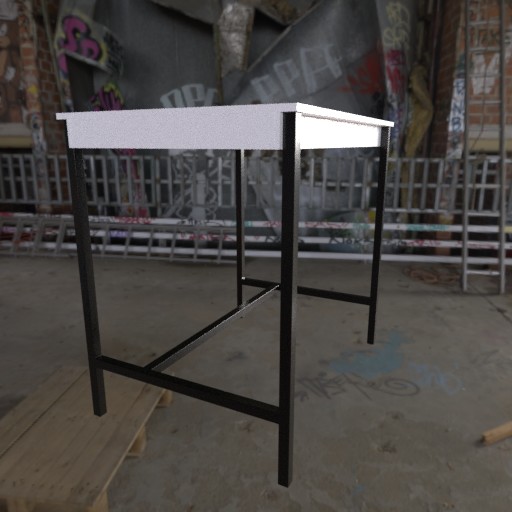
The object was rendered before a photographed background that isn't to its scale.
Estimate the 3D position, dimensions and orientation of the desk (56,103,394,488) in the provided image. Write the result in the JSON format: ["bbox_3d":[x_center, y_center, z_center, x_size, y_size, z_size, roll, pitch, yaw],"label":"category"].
[{"bbox_3d":[0.000,0.000,1.292,0.573,0.766,0.811,7,16,27],"label":"desk"}]
